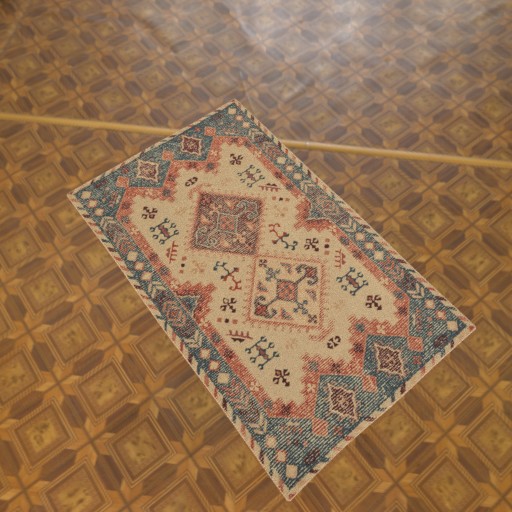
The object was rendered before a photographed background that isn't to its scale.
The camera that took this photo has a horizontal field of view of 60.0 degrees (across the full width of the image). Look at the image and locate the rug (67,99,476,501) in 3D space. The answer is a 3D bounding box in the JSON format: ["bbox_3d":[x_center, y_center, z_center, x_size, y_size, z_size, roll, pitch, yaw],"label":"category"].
[{"bbox_3d":[0.000,0.000,2.949,1.521,0.023,2.464,-35,68,-16],"label":"rug"}]
